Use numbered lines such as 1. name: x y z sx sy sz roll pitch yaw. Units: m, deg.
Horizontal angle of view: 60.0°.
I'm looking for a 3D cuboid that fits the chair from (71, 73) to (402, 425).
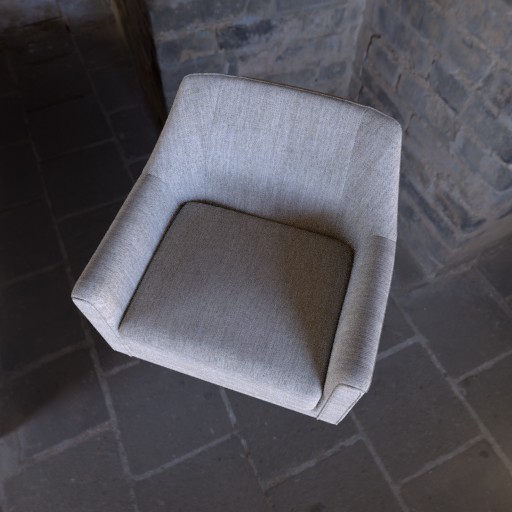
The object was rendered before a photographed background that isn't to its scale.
1. chair: 0.000 0.000 1.407 0.796 0.761 0.758 16 61 9
